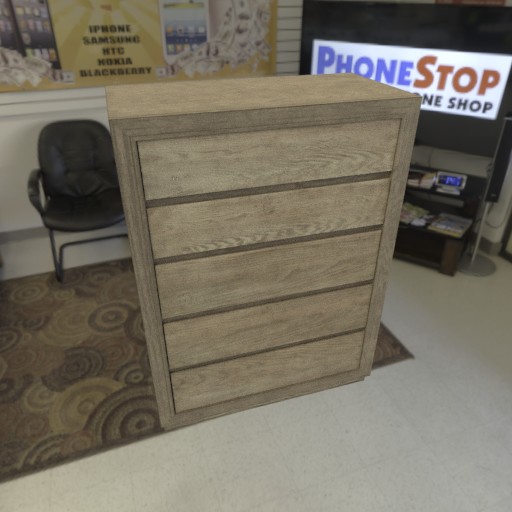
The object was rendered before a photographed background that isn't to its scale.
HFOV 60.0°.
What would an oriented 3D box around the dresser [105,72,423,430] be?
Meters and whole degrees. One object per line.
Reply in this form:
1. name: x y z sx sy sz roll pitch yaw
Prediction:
1. dresser: 0.000 0.000 1.824 0.967 1.295 0.483 -9 33 -15
